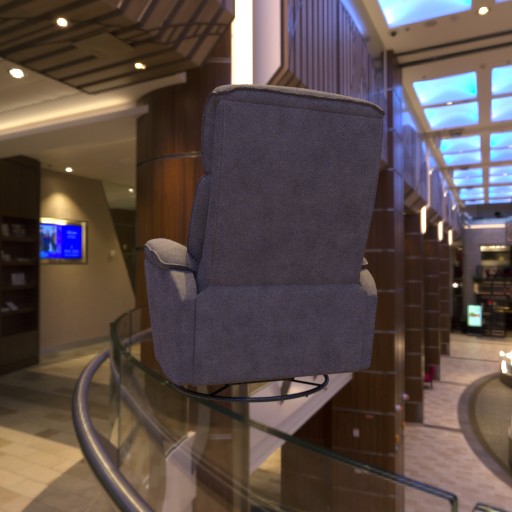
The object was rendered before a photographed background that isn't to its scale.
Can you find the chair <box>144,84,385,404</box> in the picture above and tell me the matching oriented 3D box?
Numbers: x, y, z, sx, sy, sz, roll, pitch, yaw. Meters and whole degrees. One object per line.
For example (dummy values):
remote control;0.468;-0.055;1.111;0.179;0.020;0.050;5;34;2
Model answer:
chair;0.000;0.000;1.798;0.830;1.036;1.009;0;-1;-18
